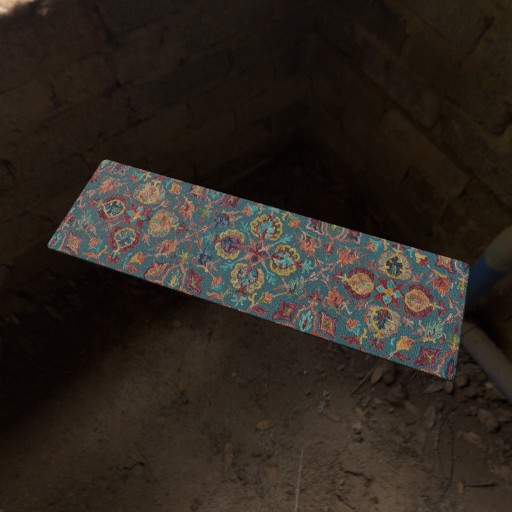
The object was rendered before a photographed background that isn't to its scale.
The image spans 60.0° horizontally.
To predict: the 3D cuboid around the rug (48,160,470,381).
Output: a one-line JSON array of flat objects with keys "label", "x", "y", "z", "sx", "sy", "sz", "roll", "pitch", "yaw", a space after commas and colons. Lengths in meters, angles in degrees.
[{"label": "rug", "x": 0.000, "y": 0.000, "z": 2.487, "sx": 2.286, "sy": 0.013, "sz": 0.686, "roll": 17, "pitch": 63, "yaw": 9}]
